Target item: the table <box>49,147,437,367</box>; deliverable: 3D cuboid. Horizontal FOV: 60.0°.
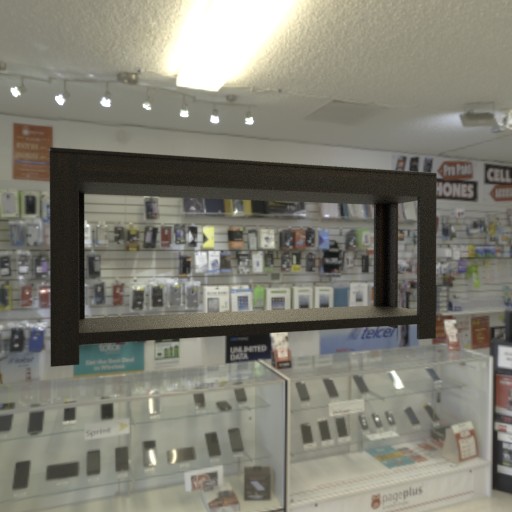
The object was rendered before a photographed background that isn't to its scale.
[{"bbox_3d":[0.000,0.000,1.970,1.631,0.762,0.384,0,1,-18],"label":"table"}]
